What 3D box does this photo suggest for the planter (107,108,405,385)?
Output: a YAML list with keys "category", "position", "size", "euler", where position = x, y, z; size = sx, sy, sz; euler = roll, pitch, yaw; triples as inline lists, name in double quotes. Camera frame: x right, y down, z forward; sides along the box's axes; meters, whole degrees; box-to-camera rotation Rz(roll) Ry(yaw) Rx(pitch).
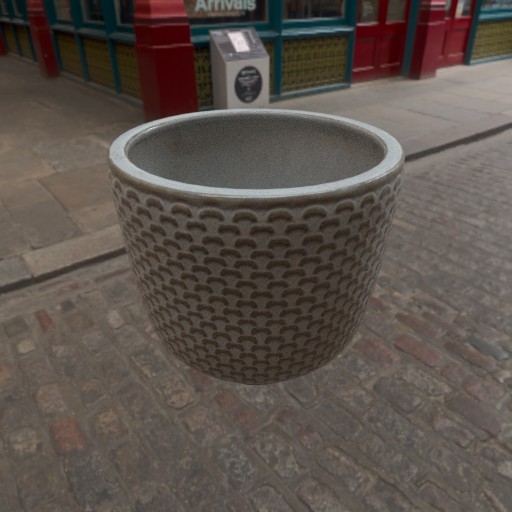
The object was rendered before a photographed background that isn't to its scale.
- category: "planter"
  position: [0.000, 0.000, 0.303]
  size: [0.173, 0.160, 0.173]
  euler: [0, 31, 0]
